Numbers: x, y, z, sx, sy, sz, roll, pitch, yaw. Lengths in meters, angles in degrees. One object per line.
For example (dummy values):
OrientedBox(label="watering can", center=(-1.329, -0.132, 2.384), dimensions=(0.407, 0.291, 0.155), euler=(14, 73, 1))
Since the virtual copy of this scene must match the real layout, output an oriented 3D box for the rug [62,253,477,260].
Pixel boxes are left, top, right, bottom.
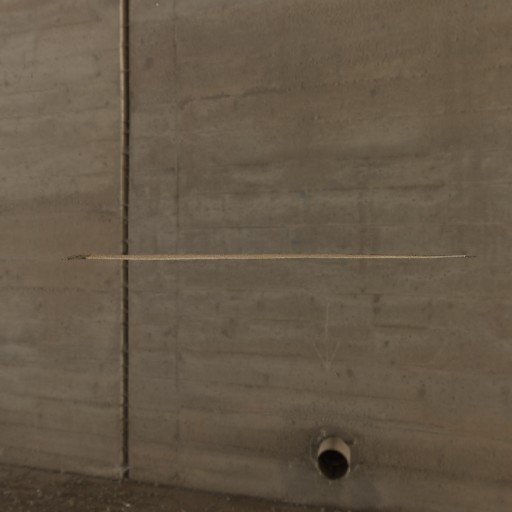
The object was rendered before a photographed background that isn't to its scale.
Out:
OrientedBox(label="rug", center=(0.000, 0.000, 2.408), dimensions=(1.861, 0.017, 1.218), euler=(0, 1, -20))
